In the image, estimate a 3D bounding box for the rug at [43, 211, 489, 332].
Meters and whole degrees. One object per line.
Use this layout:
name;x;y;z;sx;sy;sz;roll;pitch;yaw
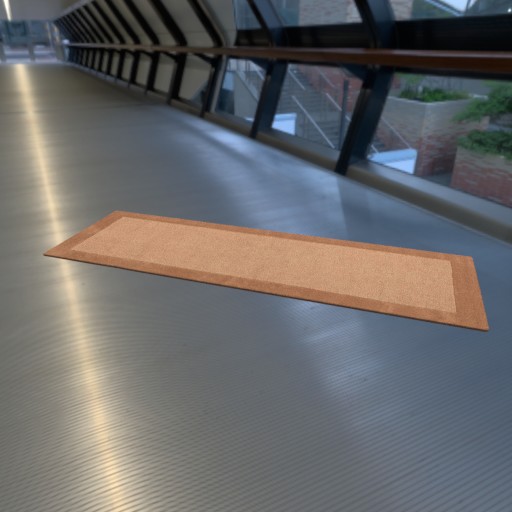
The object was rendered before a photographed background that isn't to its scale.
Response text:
rug;0.000;0.000;2.635;2.439;0.017;0.764;8;28;16
